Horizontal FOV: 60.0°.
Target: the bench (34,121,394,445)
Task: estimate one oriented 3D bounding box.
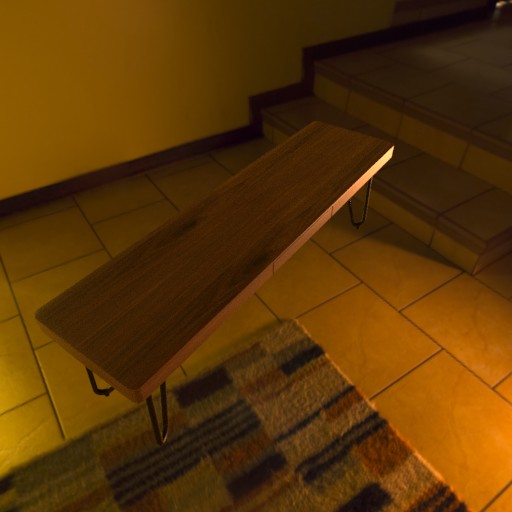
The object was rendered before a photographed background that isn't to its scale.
[{"bbox_3d":[0.000,0.000,1.777,0.425,0.462,1.570,26,47,26],"label":"bench"}]
